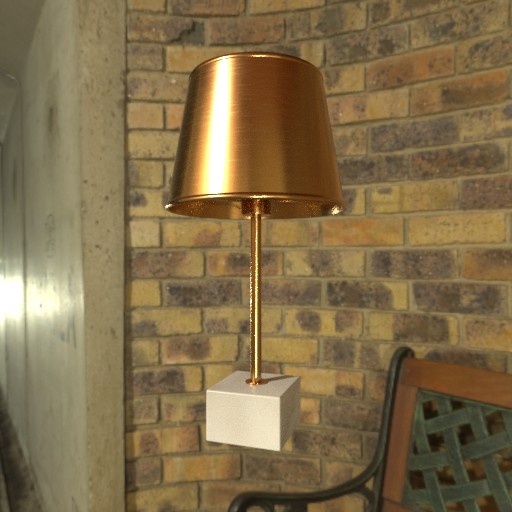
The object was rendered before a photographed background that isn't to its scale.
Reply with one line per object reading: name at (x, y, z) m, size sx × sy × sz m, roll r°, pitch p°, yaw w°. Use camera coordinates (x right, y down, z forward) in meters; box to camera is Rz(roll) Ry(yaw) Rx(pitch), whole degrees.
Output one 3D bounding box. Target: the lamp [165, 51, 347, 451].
lamp at (0.000, 0.000, 0.517) m, size 0.208 × 0.406 × 0.208 m, roll 0°, pitch -1°, yaw 0°
